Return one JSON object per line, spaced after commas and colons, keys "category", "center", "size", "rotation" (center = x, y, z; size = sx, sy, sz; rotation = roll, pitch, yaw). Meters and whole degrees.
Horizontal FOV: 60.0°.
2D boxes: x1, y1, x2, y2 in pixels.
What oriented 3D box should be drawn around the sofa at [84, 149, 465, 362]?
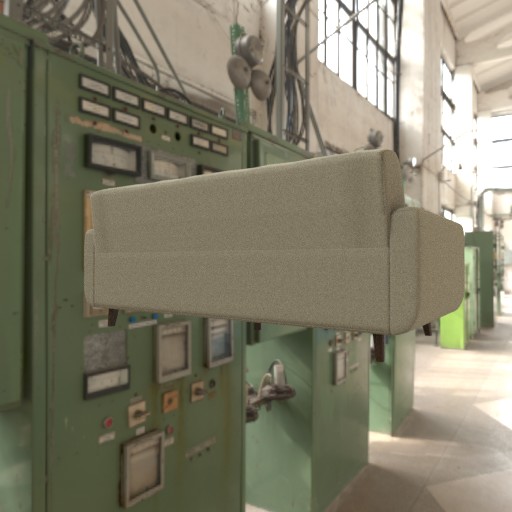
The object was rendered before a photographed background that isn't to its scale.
{"category": "sofa", "center": [0.000, 0.000, 2.653], "size": [2.137, 0.892, 0.980], "rotation": [-1, -1, 35]}
